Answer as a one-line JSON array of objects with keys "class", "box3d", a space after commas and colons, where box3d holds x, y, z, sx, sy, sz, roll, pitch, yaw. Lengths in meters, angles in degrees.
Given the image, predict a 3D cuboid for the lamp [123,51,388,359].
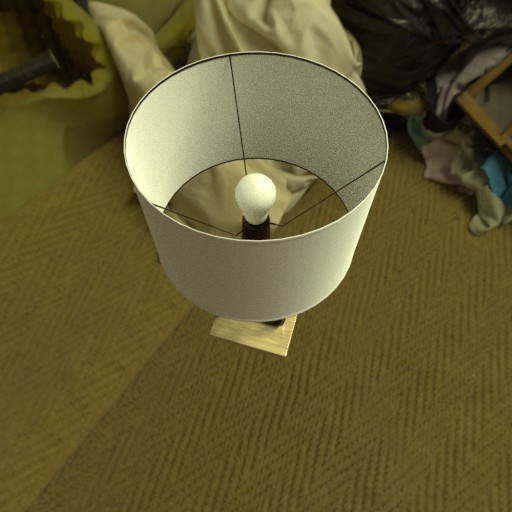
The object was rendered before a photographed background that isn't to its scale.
[{"class": "lamp", "box3d": [0.000, 0.000, 0.688, 0.279, 0.508, 0.279, 14, 60, 9]}]
